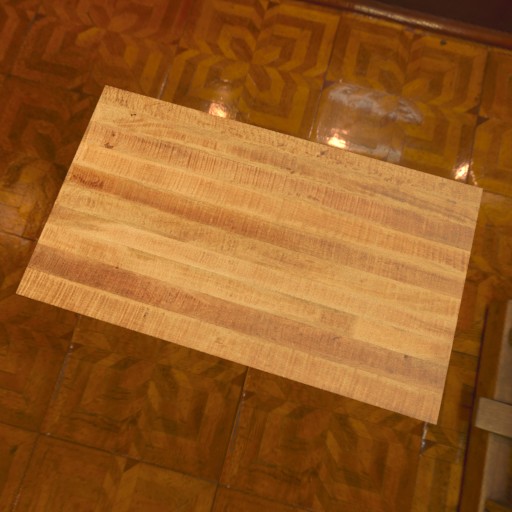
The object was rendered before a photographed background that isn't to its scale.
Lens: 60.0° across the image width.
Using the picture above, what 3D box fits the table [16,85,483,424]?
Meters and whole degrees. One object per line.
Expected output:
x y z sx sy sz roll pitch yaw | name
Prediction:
0.000 0.000 1.628 1.320 0.455 0.760 16 77 4 | table
